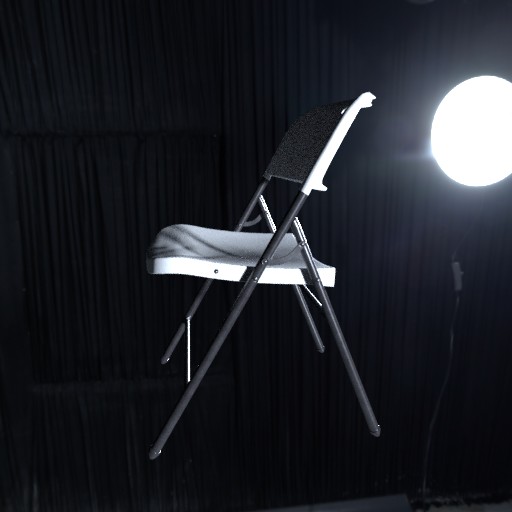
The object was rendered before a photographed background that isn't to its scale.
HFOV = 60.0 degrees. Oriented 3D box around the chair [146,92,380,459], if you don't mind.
[{"bbox_3d":[0.000,0.000,1.181,0.566,0.810,0.494,-2,14,-8],"label":"chair"}]
